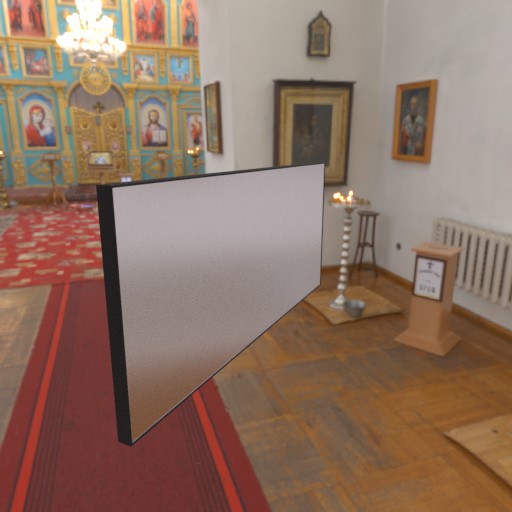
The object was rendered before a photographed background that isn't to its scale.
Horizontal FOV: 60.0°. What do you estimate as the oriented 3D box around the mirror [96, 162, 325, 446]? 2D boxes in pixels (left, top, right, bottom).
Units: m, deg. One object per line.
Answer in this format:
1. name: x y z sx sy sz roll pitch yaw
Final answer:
1. mirror: 0.000 0.000 1.795 0.047 0.692 1.584 7 16 26
